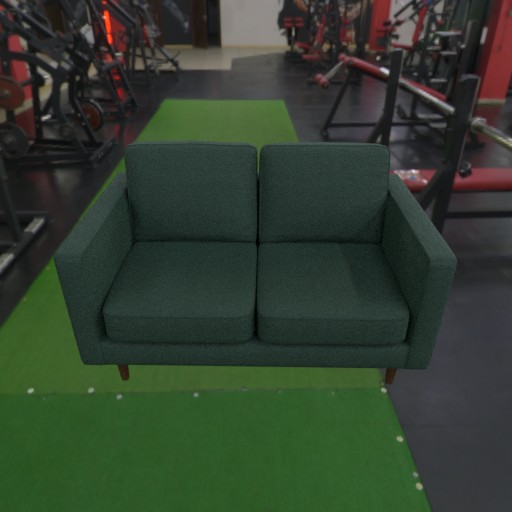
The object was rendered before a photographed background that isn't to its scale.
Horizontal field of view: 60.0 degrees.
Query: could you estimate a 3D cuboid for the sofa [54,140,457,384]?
[{"bbox_3d":[0.000,0.000,2.015,1.430,0.899,0.879,1,31,1],"label":"sofa"}]
